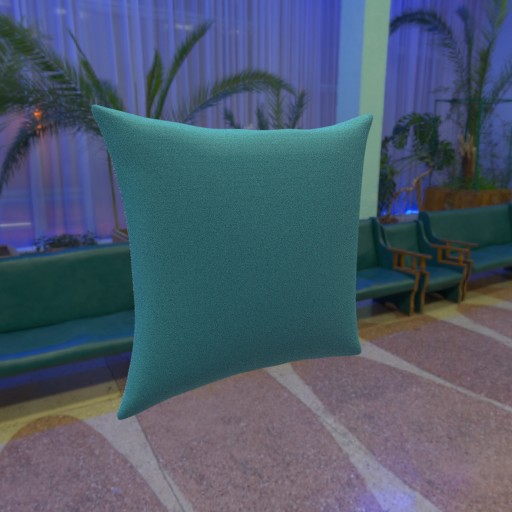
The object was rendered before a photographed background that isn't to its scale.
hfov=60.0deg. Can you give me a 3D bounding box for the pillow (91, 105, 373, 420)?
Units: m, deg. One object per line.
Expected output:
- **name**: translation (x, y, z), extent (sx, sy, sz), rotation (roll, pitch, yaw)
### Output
- **pillow**: translation (0.000, 0.000, 0.785), extent (0.514, 0.497, 0.150), rotation (-7, 15, -27)
